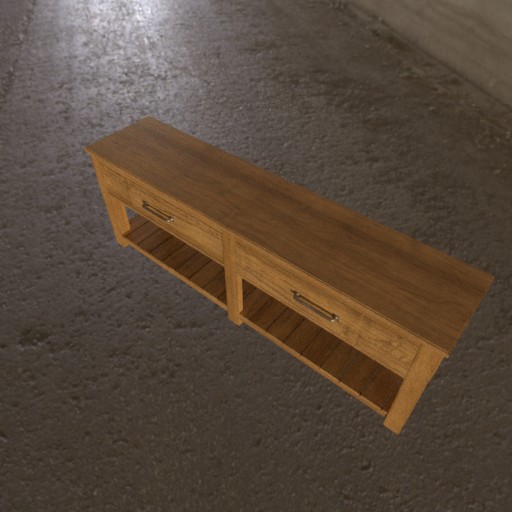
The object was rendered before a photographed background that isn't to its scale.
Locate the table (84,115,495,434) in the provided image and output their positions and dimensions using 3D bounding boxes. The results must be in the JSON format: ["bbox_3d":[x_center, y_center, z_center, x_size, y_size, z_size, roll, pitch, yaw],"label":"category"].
[{"bbox_3d":[0.000,0.000,2.064,1.815,0.635,0.425,30,53,26],"label":"table"}]
